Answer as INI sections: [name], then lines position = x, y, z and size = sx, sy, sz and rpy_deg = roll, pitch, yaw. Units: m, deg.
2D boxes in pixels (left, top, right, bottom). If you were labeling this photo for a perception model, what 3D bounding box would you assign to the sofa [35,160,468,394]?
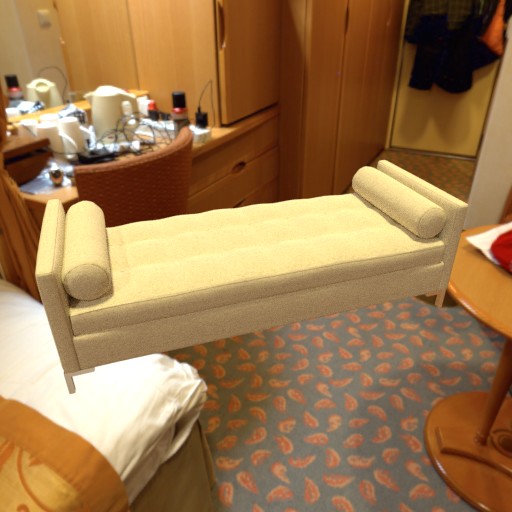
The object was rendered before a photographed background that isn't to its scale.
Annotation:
[sofa]
position = 0.000, 0.000, 2.478
size = 2.102, 0.655, 0.797
rpy_deg = -10, 32, -16
